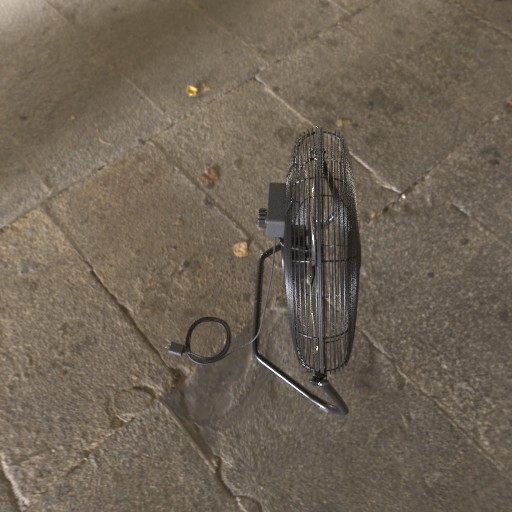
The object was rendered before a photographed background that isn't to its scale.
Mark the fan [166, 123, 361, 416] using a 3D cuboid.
[{"bbox_3d":[0.000,0.000,0.992,0.470,0.605,0.595,3,63,2],"label":"fan"}]
